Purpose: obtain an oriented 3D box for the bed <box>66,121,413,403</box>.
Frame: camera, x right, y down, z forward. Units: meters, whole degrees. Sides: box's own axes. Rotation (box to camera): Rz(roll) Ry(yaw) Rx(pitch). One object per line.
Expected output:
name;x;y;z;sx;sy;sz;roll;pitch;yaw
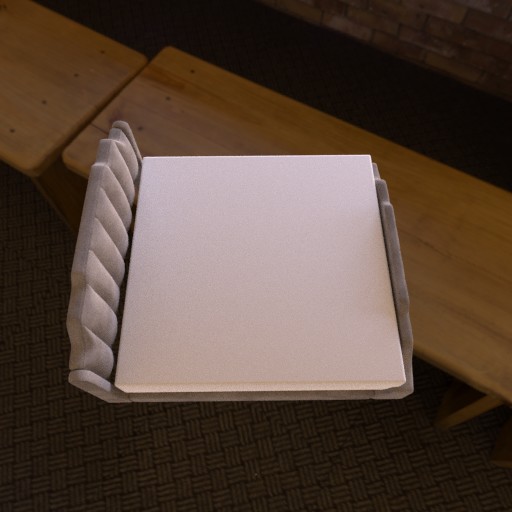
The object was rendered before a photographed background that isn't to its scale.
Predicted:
bed;0.000;0.000;3.511;2.340;1.245;2.074;-1;64;0
